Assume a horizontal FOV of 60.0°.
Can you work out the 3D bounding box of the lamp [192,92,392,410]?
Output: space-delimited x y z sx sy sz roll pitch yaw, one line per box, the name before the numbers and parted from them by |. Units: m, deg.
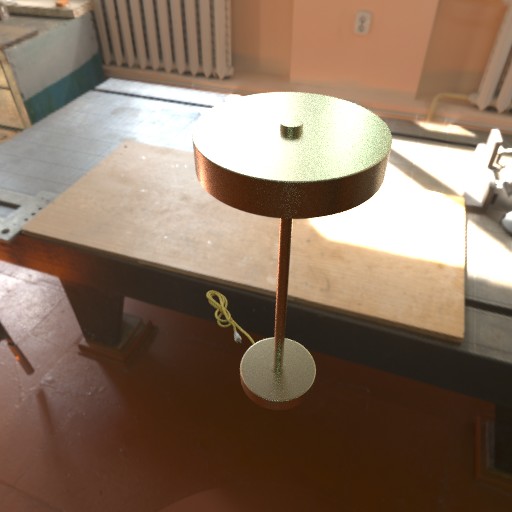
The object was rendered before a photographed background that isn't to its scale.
lamp | 0.000 0.000 0.718 0.229 0.508 0.369 -25 47 -26
